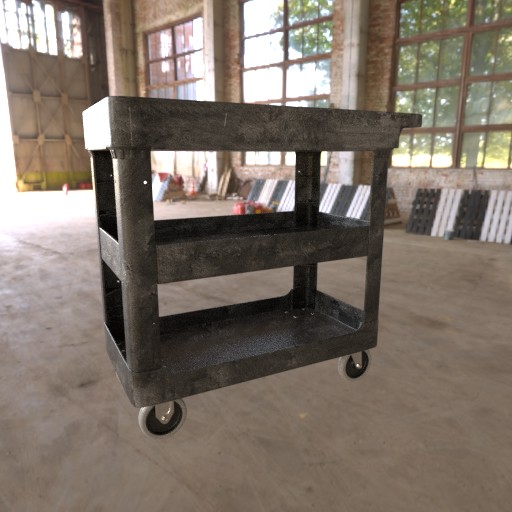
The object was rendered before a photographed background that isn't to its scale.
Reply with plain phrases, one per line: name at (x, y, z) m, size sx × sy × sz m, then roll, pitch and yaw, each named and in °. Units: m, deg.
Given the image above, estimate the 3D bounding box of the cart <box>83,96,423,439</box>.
cart at (0.000, 0.000, 1.338) m, size 0.877 × 0.824 × 0.420 m, roll -7°, pitch 14°, yaw -27°
